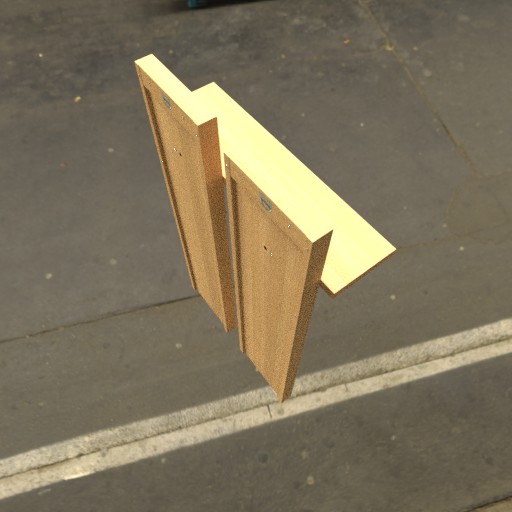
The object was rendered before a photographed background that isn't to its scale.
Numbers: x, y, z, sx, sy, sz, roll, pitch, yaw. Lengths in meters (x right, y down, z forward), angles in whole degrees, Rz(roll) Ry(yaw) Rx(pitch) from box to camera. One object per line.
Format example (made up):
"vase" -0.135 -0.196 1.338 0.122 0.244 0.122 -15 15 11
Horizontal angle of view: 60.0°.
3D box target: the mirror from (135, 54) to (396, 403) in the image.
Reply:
"mirror" 0.000 0.000 1.570 0.260 1.250 0.800 -33 64 -19
